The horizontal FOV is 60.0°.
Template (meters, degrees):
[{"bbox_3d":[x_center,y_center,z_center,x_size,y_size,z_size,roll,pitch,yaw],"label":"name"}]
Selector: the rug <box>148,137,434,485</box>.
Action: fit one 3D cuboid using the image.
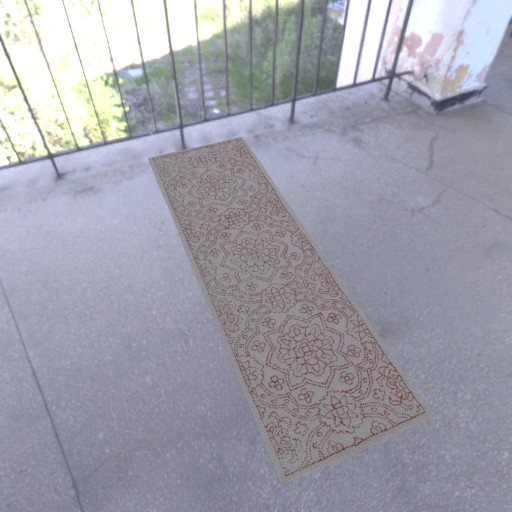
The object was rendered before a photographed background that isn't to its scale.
[{"bbox_3d":[0.000,0.000,2.679,0.769,0.012,2.448,-17,50,-15],"label":"rug"}]
